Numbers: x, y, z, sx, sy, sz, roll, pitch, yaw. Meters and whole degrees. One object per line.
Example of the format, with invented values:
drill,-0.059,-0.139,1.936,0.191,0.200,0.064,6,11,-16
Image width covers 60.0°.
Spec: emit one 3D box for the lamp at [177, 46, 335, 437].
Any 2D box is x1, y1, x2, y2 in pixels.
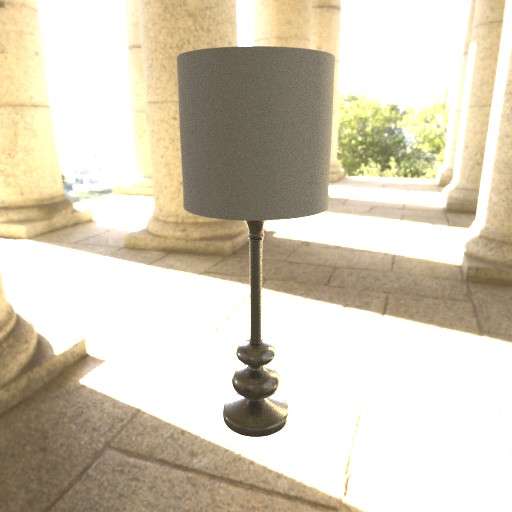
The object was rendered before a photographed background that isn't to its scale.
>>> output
lamp,0.000,0.000,0.814,0.254,0.690,0.254,-3,17,-9
